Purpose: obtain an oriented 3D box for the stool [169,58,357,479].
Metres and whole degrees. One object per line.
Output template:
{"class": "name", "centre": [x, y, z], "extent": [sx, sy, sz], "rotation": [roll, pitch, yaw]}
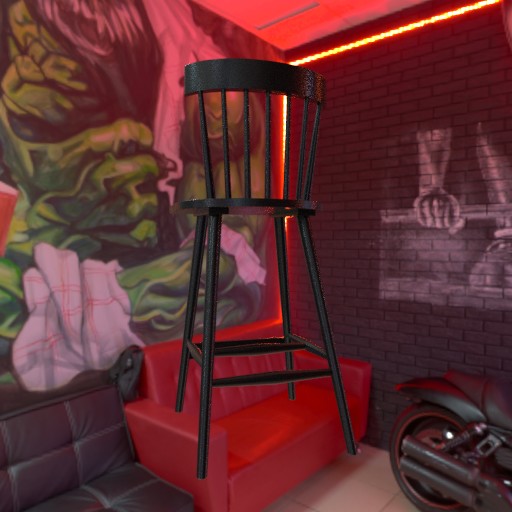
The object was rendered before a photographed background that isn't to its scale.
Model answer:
{"class": "stool", "centre": [0.000, 0.000, 1.375], "extent": [0.482, 1.092, 0.483], "rotation": [-1, 2, -17]}
